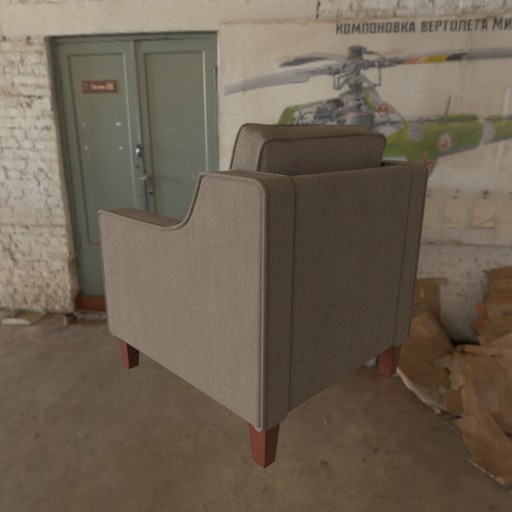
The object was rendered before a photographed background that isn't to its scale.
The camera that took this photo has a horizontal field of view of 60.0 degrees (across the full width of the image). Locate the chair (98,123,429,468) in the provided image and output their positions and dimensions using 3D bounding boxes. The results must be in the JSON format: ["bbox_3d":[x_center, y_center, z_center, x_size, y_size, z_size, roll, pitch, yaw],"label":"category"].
[{"bbox_3d":[0.000,0.000,1.690,0.831,0.960,0.909,-15,21,-42],"label":"chair"}]
